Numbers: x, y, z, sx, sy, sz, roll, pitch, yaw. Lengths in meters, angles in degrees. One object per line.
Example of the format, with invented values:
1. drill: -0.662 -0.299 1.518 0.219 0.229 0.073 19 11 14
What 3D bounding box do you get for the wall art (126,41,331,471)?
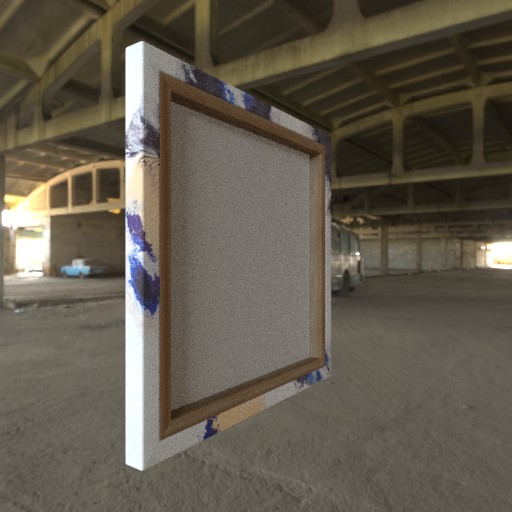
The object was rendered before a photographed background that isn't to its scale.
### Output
1. wall art: 0.000 0.000 0.884 0.039 0.609 0.609 0 0 35
